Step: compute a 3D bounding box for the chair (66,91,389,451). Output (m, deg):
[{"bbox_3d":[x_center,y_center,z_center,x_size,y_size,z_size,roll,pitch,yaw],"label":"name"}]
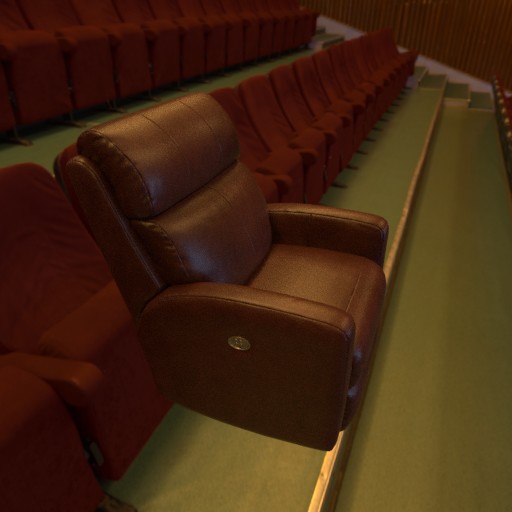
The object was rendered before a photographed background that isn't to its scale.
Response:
[{"bbox_3d":[0.000,0.000,1.634,0.939,1.016,0.787,12,32,19],"label":"chair"}]
